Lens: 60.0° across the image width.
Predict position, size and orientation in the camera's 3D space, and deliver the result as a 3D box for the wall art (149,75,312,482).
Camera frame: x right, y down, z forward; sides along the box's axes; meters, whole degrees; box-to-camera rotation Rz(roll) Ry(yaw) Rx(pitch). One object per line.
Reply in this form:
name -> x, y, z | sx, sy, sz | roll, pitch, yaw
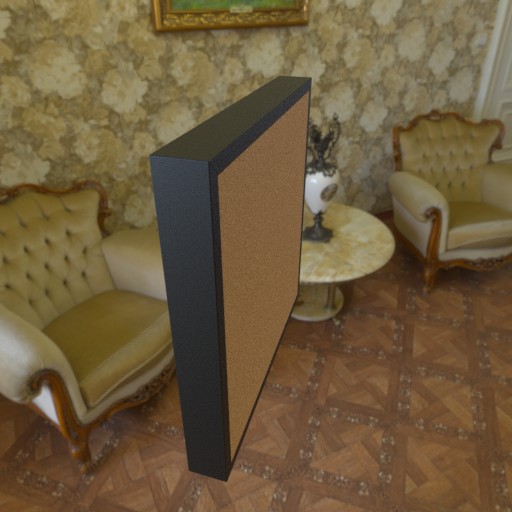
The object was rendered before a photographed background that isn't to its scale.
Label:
wall art -> 0.000, 0.000, 0.458 | 0.038, 0.304, 0.304 | 9, 32, 15
